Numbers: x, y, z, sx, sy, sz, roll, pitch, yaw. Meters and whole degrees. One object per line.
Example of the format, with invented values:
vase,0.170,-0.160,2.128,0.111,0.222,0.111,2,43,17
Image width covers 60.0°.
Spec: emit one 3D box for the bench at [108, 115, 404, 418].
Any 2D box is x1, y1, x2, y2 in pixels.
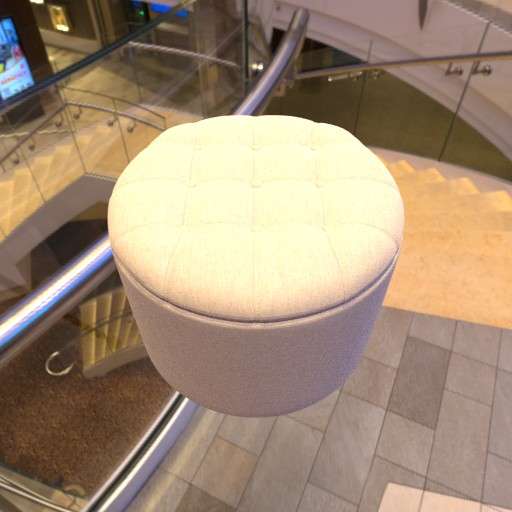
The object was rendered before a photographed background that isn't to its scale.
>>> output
bench,0.000,0.000,1.029,0.600,0.454,0.600,0,47,0
